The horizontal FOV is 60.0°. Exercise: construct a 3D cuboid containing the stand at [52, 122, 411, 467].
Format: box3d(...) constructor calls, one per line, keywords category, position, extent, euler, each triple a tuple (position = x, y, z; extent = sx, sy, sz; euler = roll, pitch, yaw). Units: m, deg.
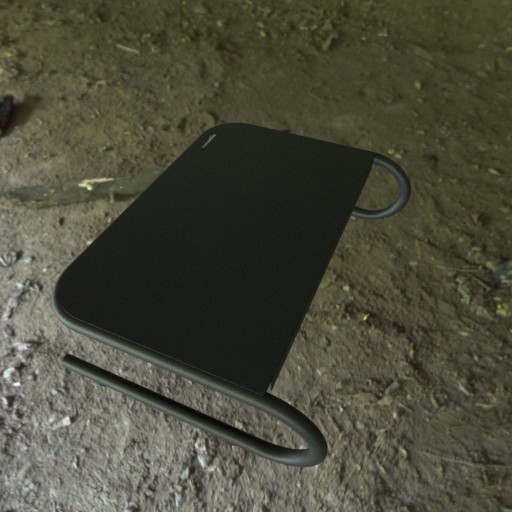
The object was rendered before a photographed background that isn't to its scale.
box3d(category="stand", position=(0.000, 0.000, 0.502), extent=(0.280, 0.108, 0.370), euler=(18, 48, 16))
